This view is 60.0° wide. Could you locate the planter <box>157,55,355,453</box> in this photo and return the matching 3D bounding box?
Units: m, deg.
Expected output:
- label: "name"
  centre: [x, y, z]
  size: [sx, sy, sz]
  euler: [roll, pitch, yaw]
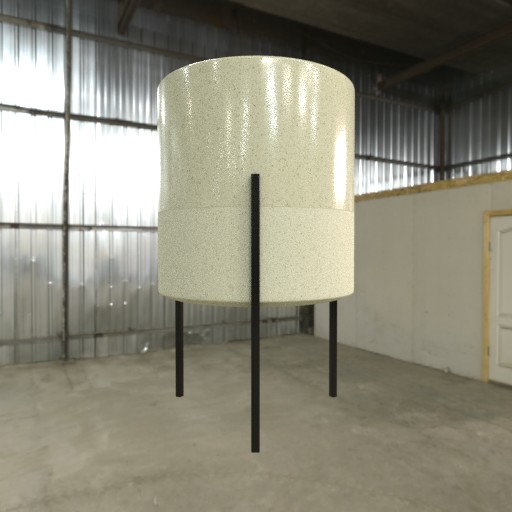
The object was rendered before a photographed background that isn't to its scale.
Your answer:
- label: "planter"
  centre: [0.000, 0.000, 0.538]
  size: [0.234, 0.390, 0.243]
  euler: [0, 1, 0]
